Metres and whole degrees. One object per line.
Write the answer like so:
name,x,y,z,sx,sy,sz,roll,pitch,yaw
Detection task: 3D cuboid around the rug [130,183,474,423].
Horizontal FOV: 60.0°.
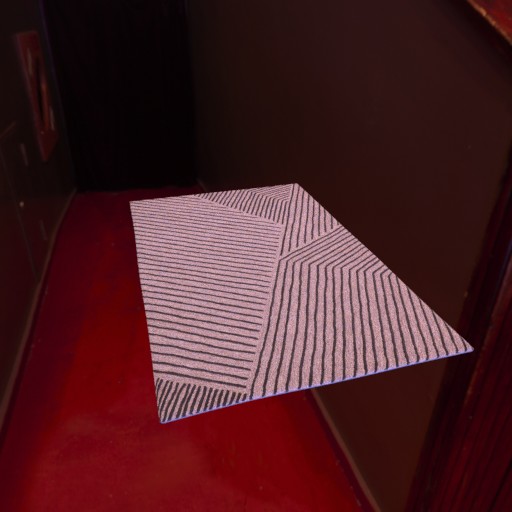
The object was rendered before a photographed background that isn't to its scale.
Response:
rug,0.000,0.000,2.994,1.539,0.023,2.406,-8,31,-14
